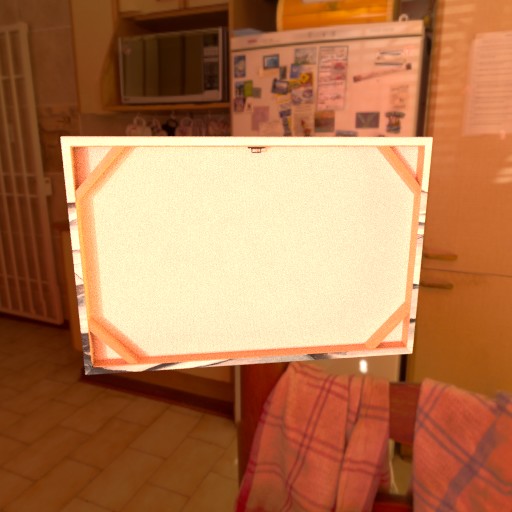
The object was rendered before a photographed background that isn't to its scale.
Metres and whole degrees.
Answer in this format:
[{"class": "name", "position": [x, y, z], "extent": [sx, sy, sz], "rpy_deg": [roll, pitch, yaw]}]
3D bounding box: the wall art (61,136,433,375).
[{"class": "wall art", "position": [0.000, 0.000, 1.173], "extent": [0.914, 0.609, 0.039], "rpy_deg": [-2, 14, -7]}]
